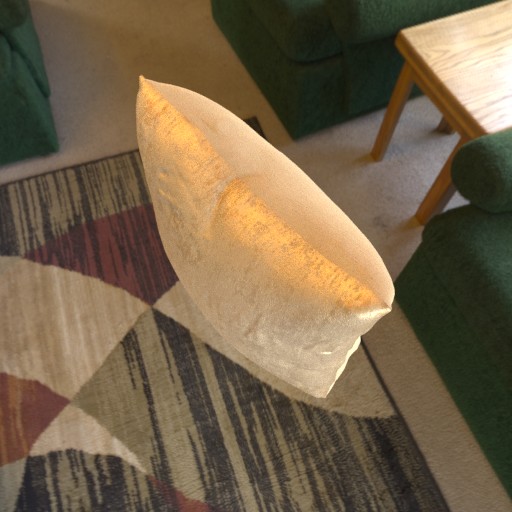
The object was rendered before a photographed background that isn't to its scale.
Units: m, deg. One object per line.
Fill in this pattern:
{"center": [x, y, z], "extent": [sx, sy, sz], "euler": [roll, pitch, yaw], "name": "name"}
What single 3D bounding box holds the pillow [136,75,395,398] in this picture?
{"center": [0.000, 0.000, 0.714], "extent": [0.245, 0.448, 0.450], "euler": [-35, 68, -17], "name": "pillow"}
